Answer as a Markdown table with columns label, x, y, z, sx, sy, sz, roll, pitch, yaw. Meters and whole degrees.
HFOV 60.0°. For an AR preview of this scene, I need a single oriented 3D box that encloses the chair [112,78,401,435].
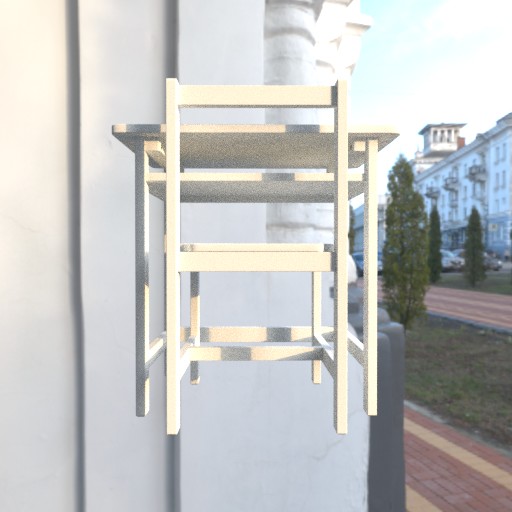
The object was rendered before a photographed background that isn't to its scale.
| label | x | y | z | sx | sy | sz | roll | pitch | yaw |
| --- | --- | --- | --- | --- | --- | --- | --- | --- | --- |
| chair | 0.000 | 0.000 | 1.065 | 0.599 | 0.673 | 0.461 | 0 | 1 | 0 |
